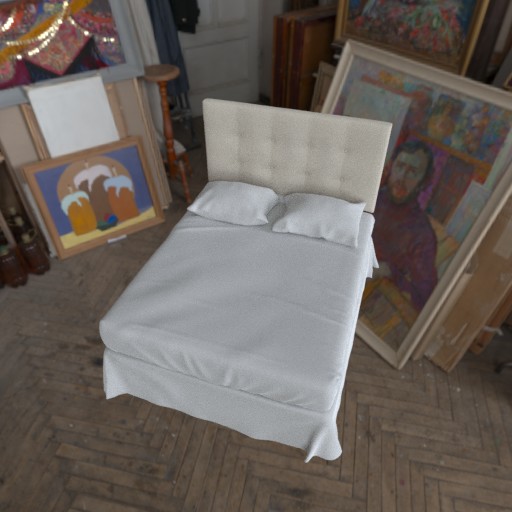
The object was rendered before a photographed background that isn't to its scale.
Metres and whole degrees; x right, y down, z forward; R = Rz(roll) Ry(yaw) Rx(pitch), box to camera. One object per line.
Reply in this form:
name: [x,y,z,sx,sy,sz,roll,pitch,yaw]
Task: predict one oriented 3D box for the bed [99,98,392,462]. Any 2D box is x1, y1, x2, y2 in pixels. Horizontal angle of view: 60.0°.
bed: [0.000,0.000,3.496,1.936,1.577,2.222,12,42,14]
